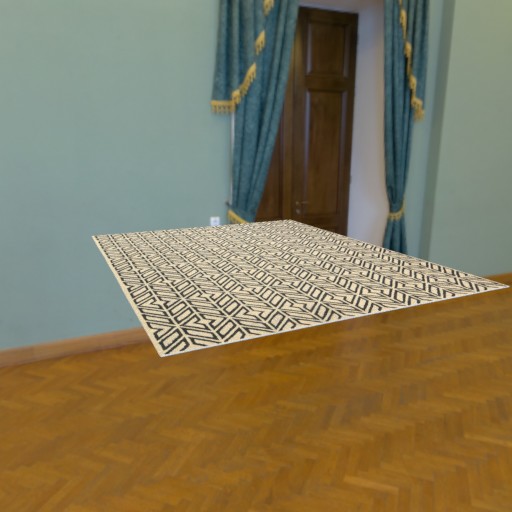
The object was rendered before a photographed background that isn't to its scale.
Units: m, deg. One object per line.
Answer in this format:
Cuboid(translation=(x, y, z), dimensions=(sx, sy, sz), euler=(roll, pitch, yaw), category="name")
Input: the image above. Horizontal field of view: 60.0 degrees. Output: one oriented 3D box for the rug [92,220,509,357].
Cuboid(translation=(0.000, 0.000, 3.880), dimensions=(2.421, 0.008, 3.045), euler=(-7, 16, -25), category="rug")
